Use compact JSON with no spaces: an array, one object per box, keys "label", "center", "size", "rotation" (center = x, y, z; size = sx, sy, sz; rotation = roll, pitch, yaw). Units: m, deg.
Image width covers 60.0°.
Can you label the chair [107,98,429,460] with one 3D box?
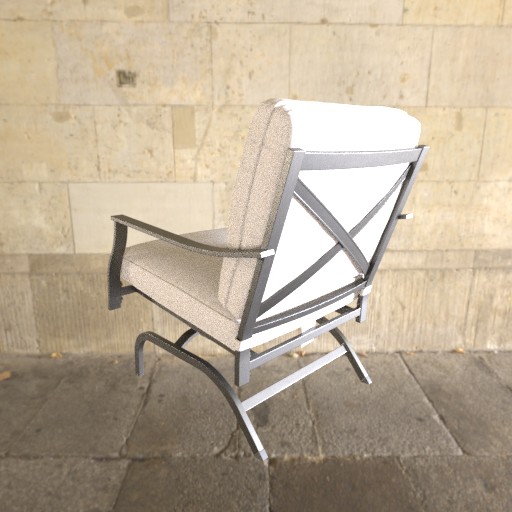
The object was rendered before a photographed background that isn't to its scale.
[{"label":"chair","center":[0.000,0.000,1.363],"size":[0.787,0.860,0.650],"rotation":[14,21,43]}]
